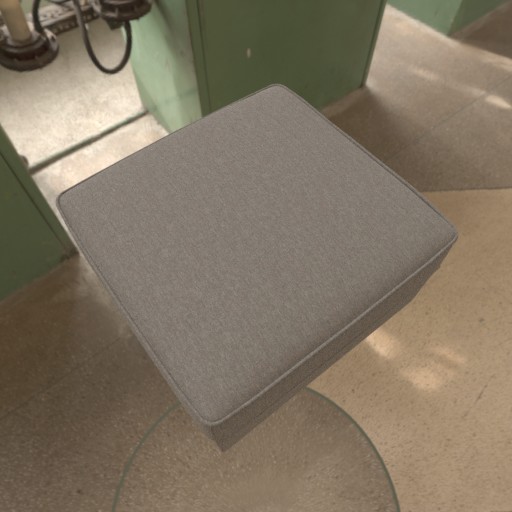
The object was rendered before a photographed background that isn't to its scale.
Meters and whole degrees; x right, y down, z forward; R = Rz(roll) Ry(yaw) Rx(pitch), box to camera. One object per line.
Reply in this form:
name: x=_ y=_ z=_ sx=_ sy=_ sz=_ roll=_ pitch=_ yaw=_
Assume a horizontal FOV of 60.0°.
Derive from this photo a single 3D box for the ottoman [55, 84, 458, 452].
ottoman: x=0.000 y=0.000 z=1.404 sx=0.871 sy=0.612 sz=0.808 roll=-33 pitch=65 yaw=-18
